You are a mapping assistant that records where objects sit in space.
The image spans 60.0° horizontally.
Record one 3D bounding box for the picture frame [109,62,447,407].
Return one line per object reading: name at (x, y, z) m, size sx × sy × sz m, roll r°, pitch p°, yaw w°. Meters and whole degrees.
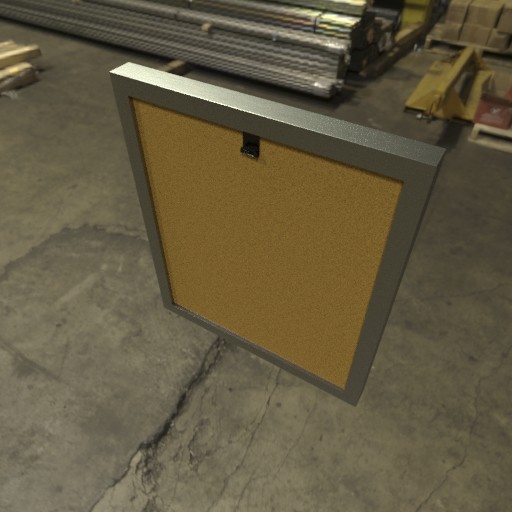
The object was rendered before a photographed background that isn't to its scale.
picture frame at (0.000, 0.000, 1.349) m, size 0.839 × 0.968 × 0.073 m, roll 23°, pitch 49°, yaw 21°
